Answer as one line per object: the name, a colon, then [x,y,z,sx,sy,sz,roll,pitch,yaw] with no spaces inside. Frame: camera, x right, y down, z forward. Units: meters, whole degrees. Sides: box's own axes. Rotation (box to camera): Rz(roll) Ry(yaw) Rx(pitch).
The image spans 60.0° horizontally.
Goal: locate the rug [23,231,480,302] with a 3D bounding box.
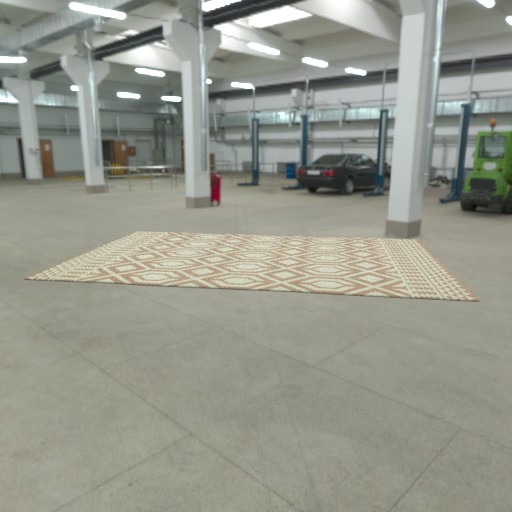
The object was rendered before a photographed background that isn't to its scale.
rug: [0.000,0.000,3.058,2.435,0.011,1.526,2,14,9]
